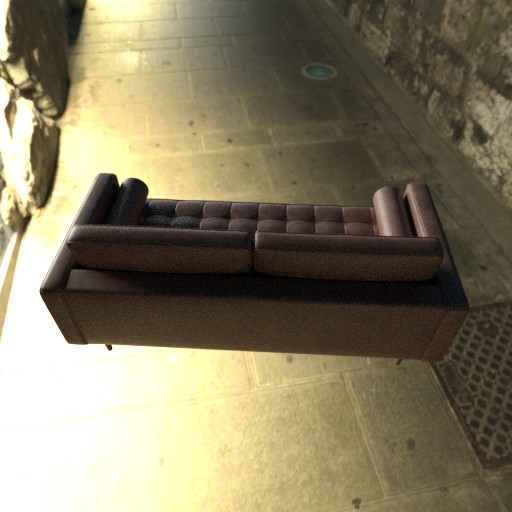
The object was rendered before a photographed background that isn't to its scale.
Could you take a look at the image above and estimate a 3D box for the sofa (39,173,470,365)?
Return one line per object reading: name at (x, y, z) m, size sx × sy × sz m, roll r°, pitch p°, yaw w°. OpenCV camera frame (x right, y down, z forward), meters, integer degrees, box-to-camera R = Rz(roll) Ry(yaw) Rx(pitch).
sofa at (0.000, 0.000, 2.325) m, size 1.870 × 0.760 × 0.910 m, roll 2°, pitch 47°, yaw 2°
